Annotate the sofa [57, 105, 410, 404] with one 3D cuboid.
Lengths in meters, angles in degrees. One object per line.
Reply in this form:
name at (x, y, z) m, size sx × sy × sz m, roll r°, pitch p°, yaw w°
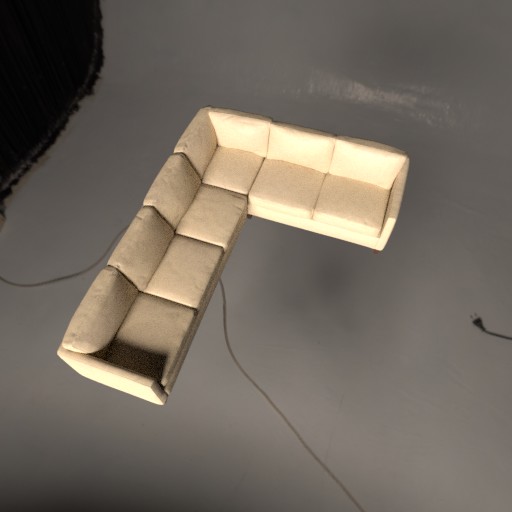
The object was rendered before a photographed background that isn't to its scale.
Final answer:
sofa at (0.000, 0.000, 4.585) m, size 2.593 × 0.947 × 3.302 m, roll 16°, pitch 60°, yaw 10°
